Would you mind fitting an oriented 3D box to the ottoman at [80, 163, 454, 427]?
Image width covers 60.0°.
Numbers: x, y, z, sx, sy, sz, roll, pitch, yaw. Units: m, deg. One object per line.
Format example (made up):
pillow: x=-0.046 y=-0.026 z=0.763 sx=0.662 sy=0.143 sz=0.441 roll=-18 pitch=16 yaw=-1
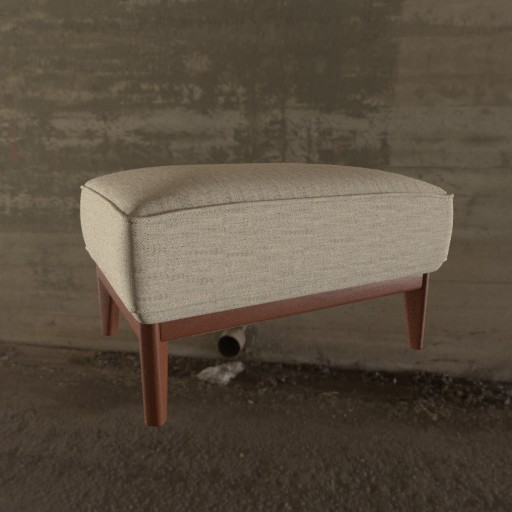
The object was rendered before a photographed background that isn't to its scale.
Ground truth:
ottoman: x=0.000 y=0.000 z=1.157 sx=0.794 sy=0.465 sz=0.594 roll=-7 pitch=16 yaw=-27
